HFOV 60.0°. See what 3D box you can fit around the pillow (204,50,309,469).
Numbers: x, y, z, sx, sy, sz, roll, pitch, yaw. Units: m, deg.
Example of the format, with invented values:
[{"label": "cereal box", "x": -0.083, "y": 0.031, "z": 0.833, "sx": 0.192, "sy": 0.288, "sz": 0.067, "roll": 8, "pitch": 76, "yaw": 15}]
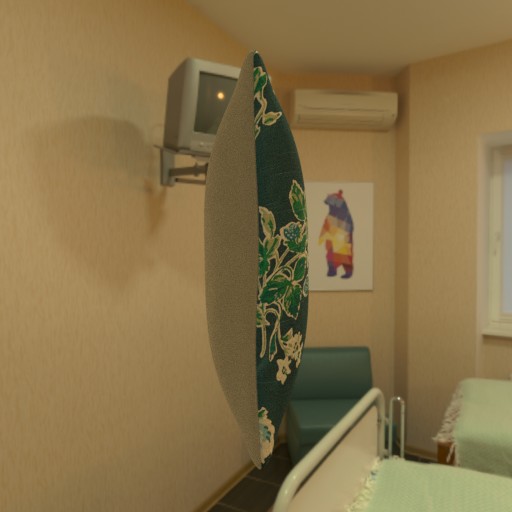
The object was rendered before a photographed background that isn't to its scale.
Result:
[{"label": "pillow", "x": 0.000, "y": 0.000, "z": 0.792, "sx": 0.166, "sy": 0.508, "sz": 0.525, "roll": 0, "pitch": 1, "yaw": 0}]
